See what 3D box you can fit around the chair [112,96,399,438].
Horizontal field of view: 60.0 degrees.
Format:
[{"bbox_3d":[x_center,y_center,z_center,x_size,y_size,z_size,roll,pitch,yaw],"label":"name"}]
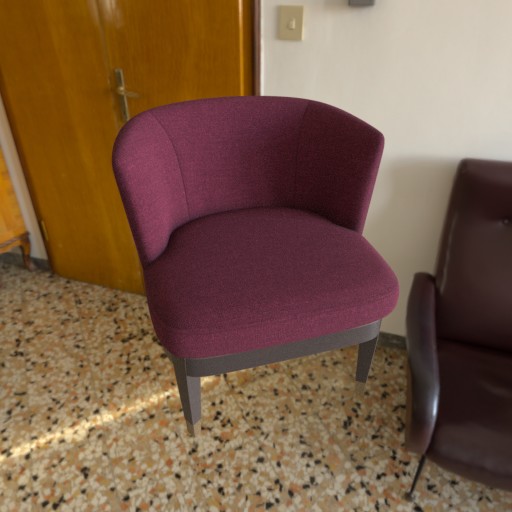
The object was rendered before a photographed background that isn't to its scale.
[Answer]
[{"bbox_3d":[0.000,0.000,1.282,0.700,0.760,0.660,-9,33,-14],"label":"chair"}]
